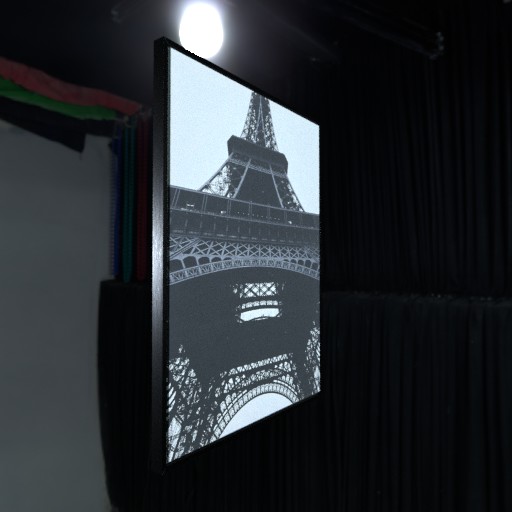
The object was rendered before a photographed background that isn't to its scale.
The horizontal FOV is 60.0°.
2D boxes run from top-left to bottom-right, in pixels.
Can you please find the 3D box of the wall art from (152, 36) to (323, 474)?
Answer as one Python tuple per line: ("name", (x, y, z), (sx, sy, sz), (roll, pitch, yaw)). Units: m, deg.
("wall art", (0.000, 0.000, 1.406), (0.040, 1.062, 0.805), (-1, -2, 37))
